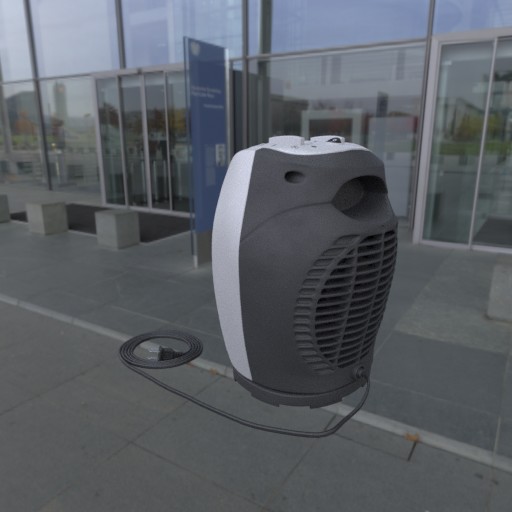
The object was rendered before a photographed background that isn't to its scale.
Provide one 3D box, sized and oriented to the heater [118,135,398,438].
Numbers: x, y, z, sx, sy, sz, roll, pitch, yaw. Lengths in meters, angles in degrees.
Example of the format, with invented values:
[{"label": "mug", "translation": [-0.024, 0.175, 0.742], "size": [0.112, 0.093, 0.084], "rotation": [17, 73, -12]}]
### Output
[{"label": "heater", "translation": [0.000, 0.000, 0.486], "size": [0.239, 0.255, 0.291], "rotation": [-14, 20, -41]}]
